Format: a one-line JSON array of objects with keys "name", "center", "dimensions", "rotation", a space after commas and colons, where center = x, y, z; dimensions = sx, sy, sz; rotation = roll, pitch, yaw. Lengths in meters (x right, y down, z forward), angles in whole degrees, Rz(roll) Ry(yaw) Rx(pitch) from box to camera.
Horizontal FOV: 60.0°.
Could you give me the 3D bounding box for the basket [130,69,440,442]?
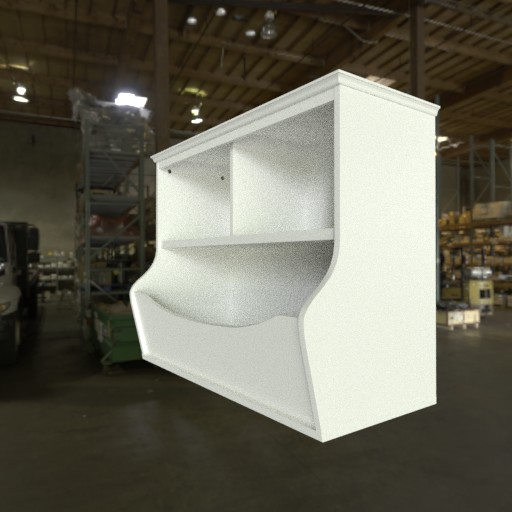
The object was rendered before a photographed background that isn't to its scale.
[{"name": "basket", "center": [0.000, 0.000, 1.135], "dimensions": [0.376, 0.625, 0.792], "rotation": [0, -1, -36]}]
